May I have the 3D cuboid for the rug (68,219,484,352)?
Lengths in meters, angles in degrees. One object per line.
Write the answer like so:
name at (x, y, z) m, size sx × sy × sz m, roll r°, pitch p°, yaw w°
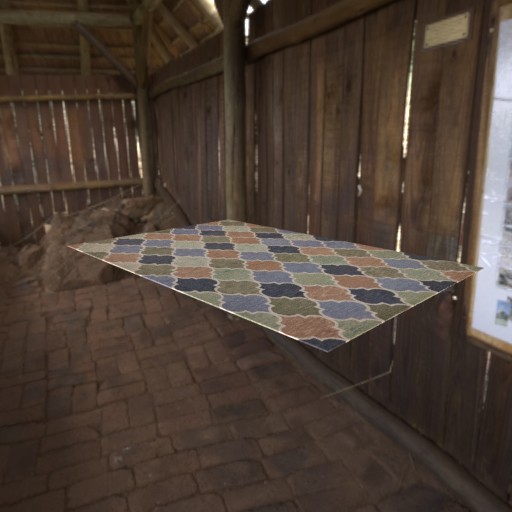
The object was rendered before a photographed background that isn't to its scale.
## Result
rug at (0.000, 0.000, 2.887) m, size 1.521 × 0.006 × 2.284 m, roll -14°, pitch 20°, yaw -43°
